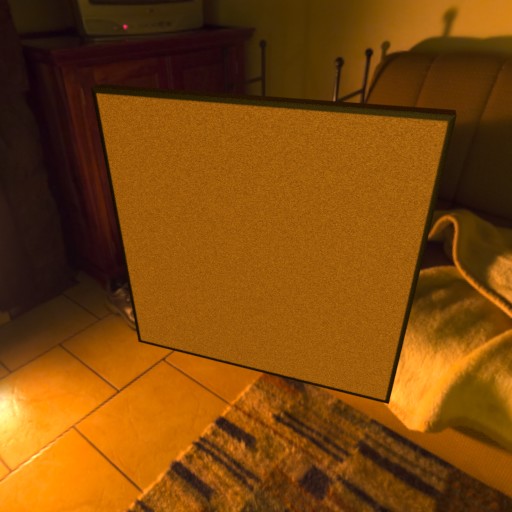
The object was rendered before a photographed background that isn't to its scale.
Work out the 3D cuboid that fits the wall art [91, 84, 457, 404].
[{"bbox_3d":[0.000,0.000,0.742,0.513,0.511,0.028,10,33,16],"label":"wall art"}]
